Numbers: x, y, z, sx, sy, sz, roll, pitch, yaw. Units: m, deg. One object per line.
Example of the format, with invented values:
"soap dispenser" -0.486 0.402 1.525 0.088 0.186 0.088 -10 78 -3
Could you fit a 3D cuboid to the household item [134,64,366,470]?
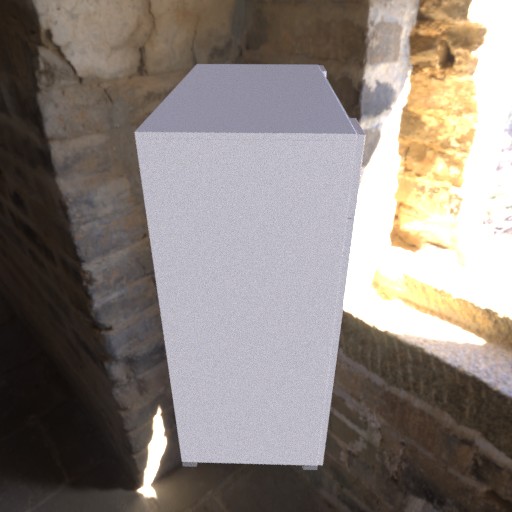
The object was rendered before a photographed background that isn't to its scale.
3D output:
"household item" 0.000 0.000 1.402 0.420 1.010 0.790 1 32 1
